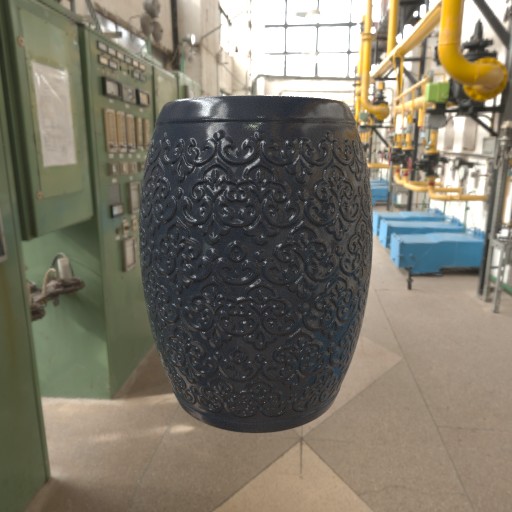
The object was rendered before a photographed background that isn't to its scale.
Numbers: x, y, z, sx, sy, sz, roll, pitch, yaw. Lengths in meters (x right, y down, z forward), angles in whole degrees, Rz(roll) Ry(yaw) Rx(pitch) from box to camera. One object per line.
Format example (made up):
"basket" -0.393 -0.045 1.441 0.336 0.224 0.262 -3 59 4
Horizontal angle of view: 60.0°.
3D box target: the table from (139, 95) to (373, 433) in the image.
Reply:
"table" 0.000 0.000 0.610 0.309 0.397 0.309 0 14 0
